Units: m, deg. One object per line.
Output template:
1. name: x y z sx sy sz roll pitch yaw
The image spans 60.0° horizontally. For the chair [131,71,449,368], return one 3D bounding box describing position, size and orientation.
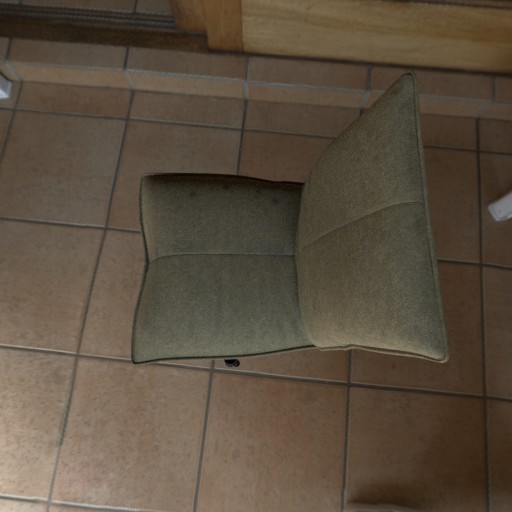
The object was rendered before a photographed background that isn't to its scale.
1. chair: 0.000 0.000 1.228 0.696 0.811 0.597 0 75 0
